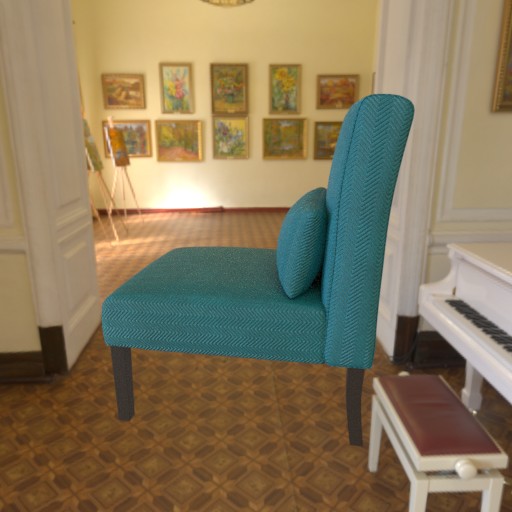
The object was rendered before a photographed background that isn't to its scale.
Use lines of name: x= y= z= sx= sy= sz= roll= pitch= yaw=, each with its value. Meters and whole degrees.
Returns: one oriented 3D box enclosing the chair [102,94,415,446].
chair: x=0.000 y=0.000 z=1.415 sx=0.808 sy=0.927 sz=0.579 roll=3 pitch=16 yaw=9
